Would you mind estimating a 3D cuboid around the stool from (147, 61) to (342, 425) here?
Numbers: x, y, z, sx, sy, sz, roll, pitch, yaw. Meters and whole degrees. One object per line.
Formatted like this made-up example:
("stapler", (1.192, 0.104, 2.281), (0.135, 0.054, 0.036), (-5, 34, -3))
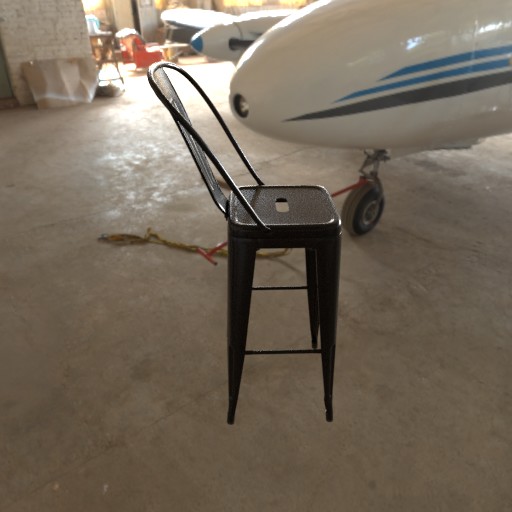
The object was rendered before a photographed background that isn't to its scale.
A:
("stool", (0.000, 0.000, 1.365), (0.513, 1.096, 0.399), (-1, 31, -1))
